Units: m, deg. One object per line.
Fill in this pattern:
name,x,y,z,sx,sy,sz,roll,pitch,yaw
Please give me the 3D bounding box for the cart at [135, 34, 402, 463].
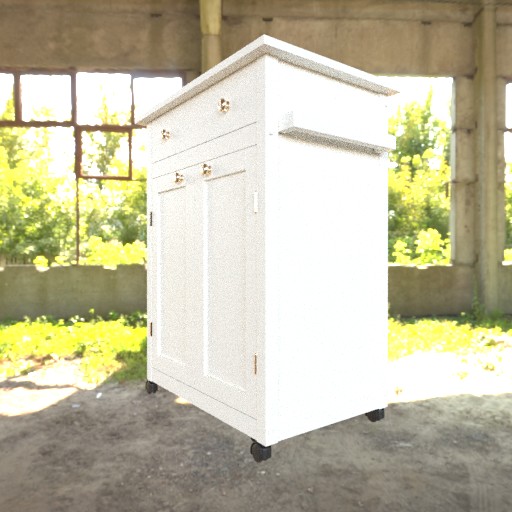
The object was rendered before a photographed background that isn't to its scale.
cart,0.000,0.000,1.252,0.442,0.864,0.683,0,0,-37
